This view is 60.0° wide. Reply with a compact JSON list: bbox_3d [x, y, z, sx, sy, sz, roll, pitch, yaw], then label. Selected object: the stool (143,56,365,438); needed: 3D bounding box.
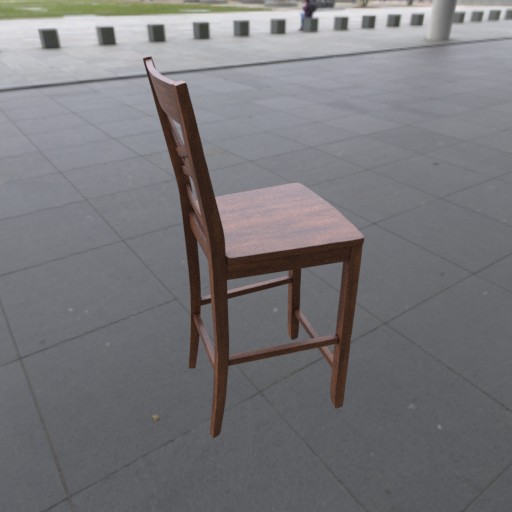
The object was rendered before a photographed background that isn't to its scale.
[{"bbox_3d":[0.000,0.000,1.356,0.504,1.098,0.426,-11,33,-17],"label":"stool"}]
